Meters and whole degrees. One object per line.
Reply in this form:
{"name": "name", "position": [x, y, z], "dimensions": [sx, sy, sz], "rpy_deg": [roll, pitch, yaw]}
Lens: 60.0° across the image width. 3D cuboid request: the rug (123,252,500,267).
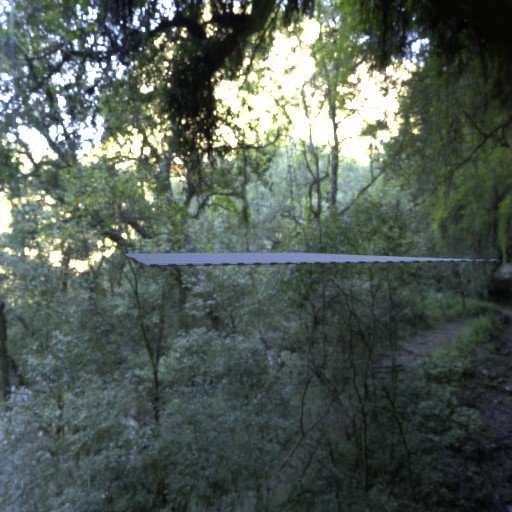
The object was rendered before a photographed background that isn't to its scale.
{"name": "rug", "position": [0.000, 0.000, 3.715], "dimensions": [2.030, 0.017, 3.040], "rpy_deg": [0, 2, -19]}
